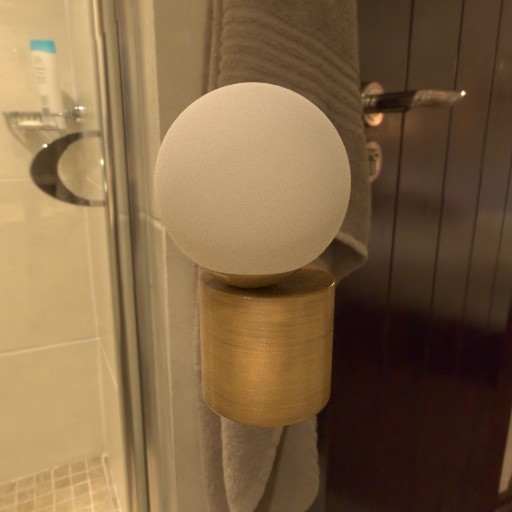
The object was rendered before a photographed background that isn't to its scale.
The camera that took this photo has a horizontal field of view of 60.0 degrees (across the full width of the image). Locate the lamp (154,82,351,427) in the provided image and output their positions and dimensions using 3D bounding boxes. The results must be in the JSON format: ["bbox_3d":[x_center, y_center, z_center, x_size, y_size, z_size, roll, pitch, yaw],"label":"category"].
[{"bbox_3d":[0.000,0.000,0.344,0.141,0.250,0.152,7,16,27],"label":"lamp"}]
